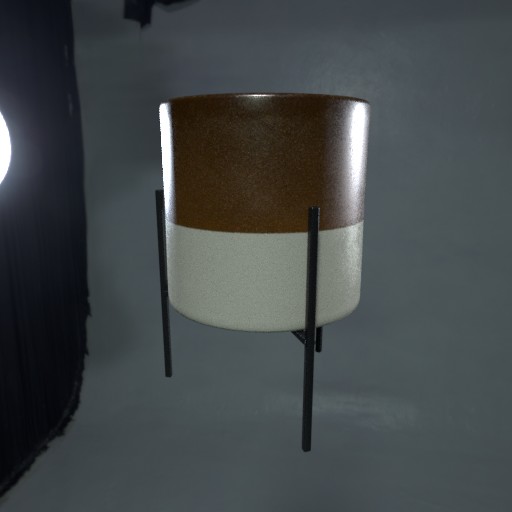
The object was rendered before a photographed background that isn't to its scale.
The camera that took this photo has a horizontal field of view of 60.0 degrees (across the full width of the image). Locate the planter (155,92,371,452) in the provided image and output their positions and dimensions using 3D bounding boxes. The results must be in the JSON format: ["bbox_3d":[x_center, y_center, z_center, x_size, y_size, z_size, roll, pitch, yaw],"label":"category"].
[{"bbox_3d":[0.000,0.000,0.575,0.269,0.375,0.255,2,14,9],"label":"planter"}]
